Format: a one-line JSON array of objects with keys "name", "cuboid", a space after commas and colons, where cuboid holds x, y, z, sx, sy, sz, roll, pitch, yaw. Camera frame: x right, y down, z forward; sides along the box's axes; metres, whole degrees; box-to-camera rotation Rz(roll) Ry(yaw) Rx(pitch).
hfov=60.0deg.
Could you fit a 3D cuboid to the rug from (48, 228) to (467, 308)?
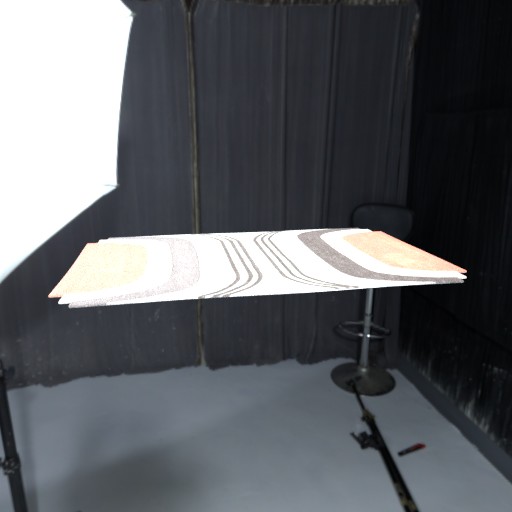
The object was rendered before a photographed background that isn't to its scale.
[{"name": "rug", "cuboid": [0.000, 0.000, 3.100, 2.446, 0.017, 1.530, -3, 16, -10]}]
